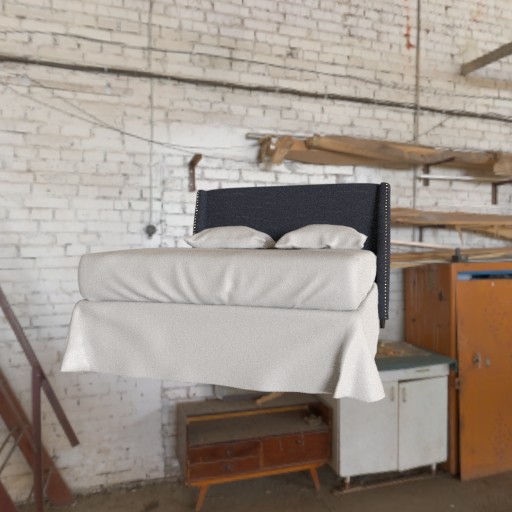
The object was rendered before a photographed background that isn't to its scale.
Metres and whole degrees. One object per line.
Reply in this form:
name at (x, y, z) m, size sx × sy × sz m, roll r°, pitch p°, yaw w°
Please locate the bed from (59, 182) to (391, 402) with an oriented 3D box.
bed at (0.000, 0.000, 3.347) m, size 1.925 × 1.332 × 2.276 m, roll 0°, pitch 1°, yaw 17°
